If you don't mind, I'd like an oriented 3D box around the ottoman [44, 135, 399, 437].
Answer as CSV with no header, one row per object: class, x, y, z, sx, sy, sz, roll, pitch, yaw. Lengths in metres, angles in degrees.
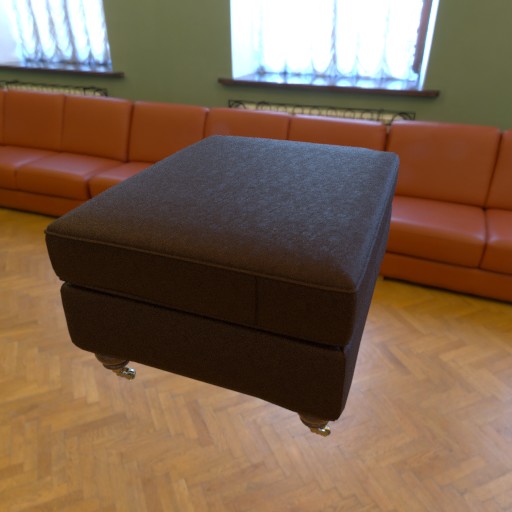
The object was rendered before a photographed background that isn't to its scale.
ottoman,0.000,0.000,1.817,0.967,0.730,1.187,11,31,18
